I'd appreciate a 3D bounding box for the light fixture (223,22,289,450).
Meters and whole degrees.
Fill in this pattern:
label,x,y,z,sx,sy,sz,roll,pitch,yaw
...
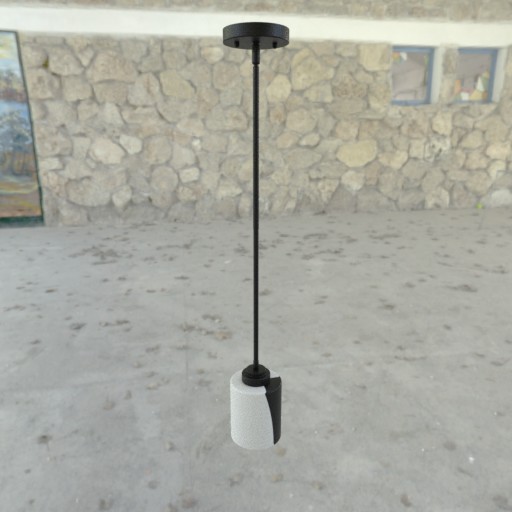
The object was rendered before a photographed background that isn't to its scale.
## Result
label,x,y,z,sx,sy,sz,roll,pitch,yaw
light fixture,0.000,0.000,0.930,0.123,0.863,0.123,-2,15,-8
